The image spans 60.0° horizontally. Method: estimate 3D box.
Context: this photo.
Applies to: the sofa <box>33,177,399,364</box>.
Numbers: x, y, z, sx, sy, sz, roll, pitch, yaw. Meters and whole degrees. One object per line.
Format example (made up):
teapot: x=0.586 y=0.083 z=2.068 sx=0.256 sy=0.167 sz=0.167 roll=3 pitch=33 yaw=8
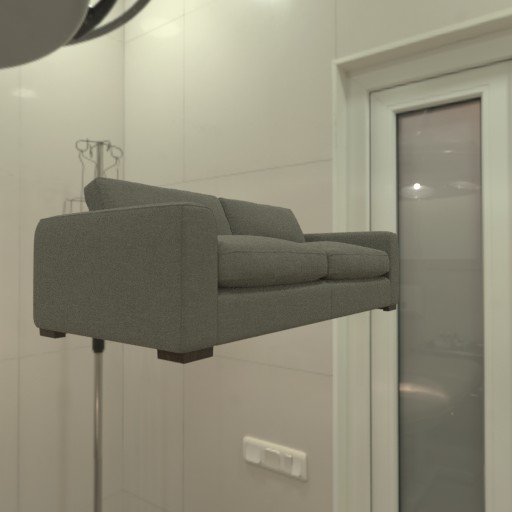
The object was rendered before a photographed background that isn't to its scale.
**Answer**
sofa: x=0.000 y=0.000 z=2.751 sx=1.070 sy=0.801 sz=2.262 roll=0 pitch=-1 yaw=37
